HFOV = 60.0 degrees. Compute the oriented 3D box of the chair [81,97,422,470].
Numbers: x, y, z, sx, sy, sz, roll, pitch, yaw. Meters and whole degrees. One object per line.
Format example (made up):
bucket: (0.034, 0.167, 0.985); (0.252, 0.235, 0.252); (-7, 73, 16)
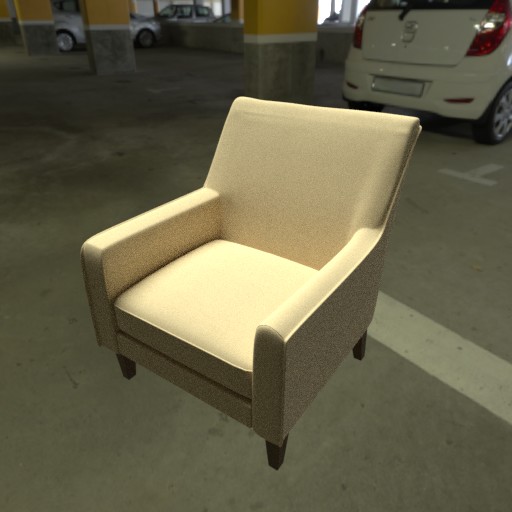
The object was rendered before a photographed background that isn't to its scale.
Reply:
chair: (0.000, 0.000, 1.586); (0.780, 0.919, 0.899); (19, 34, 30)
